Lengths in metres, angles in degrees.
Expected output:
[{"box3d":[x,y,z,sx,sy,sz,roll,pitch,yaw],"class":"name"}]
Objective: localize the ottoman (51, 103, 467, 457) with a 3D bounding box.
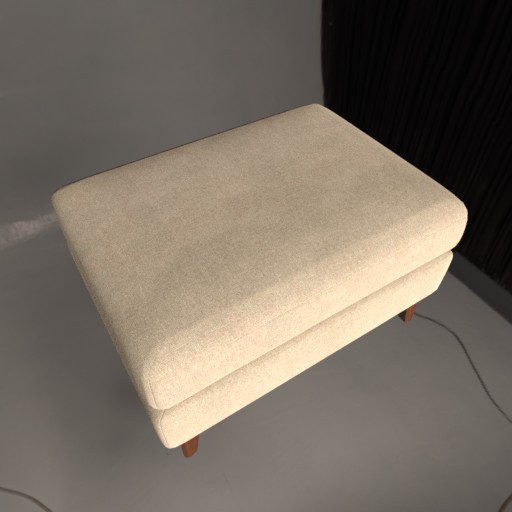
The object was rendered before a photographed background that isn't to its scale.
[{"box3d":[0.000,0.000,1.174,0.823,0.478,0.610,-25,52,-21],"class":"ottoman"}]
